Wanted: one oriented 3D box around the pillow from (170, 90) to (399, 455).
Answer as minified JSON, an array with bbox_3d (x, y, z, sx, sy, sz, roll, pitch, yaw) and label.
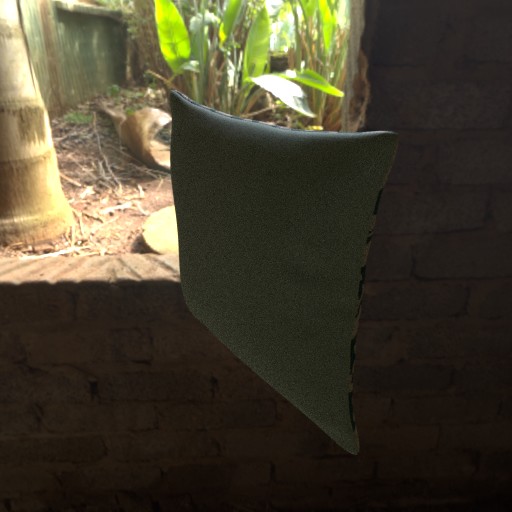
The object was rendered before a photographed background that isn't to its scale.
[{"bbox_3d":[0.000,0.000,0.780,0.166,0.508,0.525,-19,32,-33],"label":"pillow"}]
